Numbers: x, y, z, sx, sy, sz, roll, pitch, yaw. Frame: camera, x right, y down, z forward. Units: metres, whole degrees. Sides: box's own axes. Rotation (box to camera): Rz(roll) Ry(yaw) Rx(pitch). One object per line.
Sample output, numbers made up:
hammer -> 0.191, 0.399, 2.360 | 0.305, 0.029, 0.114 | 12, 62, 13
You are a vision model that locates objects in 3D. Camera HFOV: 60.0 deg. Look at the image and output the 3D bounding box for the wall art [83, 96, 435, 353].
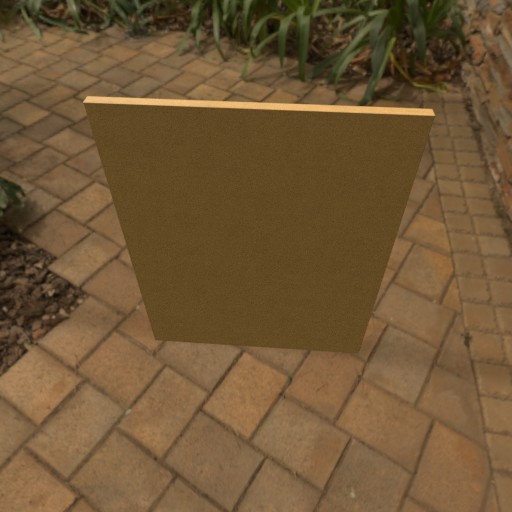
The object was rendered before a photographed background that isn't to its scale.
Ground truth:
wall art -> 0.000, 0.000, 1.377 | 0.798, 1.002, 0.030 | 3, 47, 3
